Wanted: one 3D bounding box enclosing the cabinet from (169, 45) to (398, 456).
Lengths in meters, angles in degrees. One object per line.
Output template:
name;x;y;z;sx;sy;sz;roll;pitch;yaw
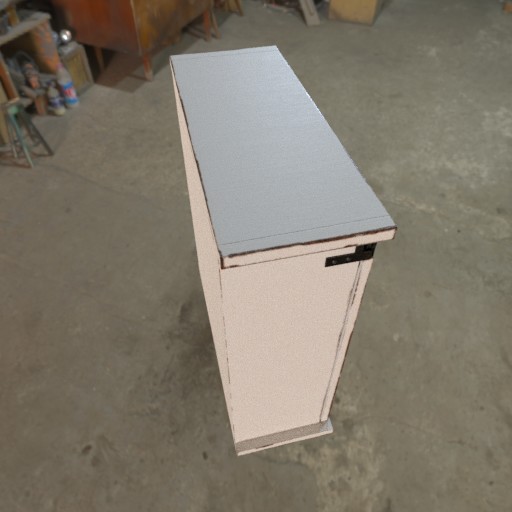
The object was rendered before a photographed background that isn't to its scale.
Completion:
cabinet;0.000;0.000;0.897;0.210;0.603;0.541;-10;47;-9
